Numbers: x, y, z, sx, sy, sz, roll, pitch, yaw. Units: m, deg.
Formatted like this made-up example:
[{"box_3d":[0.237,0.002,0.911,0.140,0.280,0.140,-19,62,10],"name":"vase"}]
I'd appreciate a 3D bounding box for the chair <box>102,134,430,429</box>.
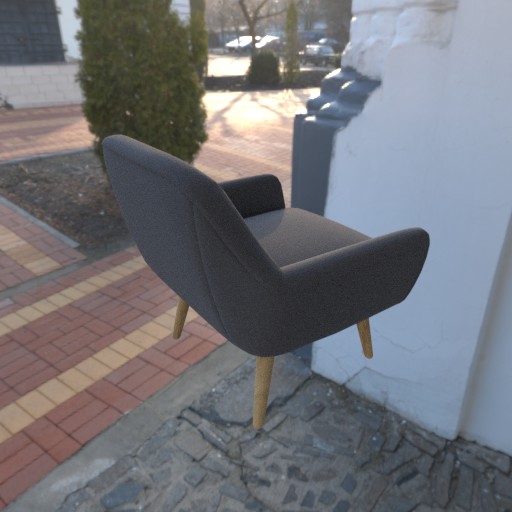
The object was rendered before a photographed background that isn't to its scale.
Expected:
[{"box_3d":[0.000,0.000,1.413,0.779,0.800,0.770,-17,31,-32],"name":"chair"}]
